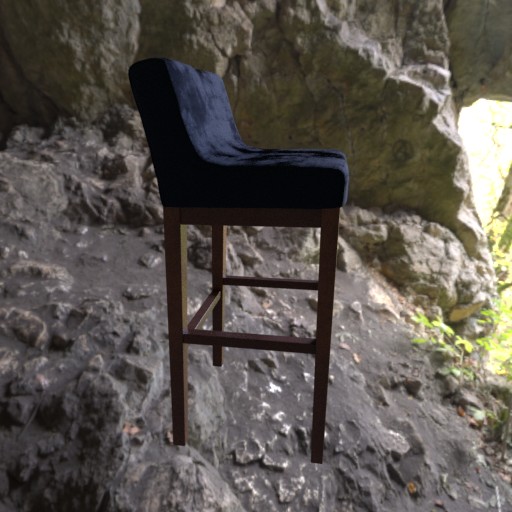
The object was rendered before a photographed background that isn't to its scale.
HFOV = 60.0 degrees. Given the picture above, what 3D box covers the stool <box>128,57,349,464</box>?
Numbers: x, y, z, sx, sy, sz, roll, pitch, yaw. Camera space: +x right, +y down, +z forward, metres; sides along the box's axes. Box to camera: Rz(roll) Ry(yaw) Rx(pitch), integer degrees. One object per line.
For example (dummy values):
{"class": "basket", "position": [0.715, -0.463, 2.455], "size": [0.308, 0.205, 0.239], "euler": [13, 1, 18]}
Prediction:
{"class": "stool", "position": [0.000, 0.000, 1.305], "size": [0.500, 1.037, 0.511], "euler": [3, 18, 10]}
